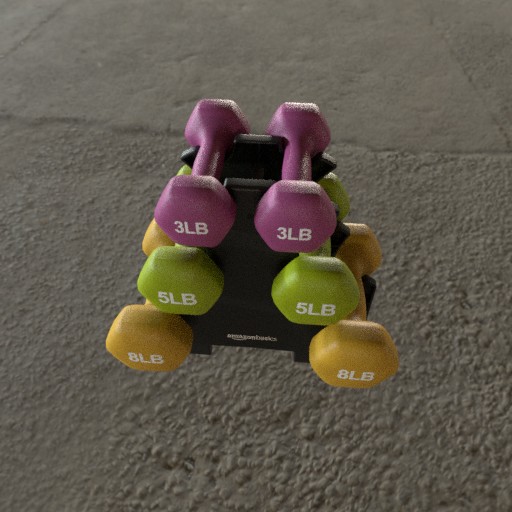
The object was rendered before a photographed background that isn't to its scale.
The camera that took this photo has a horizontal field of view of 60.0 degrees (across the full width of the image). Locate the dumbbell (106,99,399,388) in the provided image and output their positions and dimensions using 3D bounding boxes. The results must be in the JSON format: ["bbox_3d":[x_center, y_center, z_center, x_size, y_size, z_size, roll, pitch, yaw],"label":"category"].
[{"bbox_3d":[0.000,0.000,0.461,0.300,0.271,0.190,4,46,4],"label":"dumbbell"}]
